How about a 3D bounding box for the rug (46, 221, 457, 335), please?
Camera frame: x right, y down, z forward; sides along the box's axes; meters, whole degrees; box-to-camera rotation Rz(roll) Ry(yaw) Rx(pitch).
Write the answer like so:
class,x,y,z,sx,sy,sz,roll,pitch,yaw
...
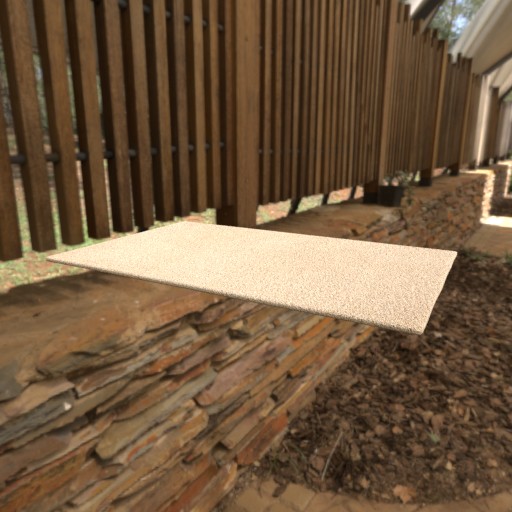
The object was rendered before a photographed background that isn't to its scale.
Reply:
class,x,y,z,sx,sy,sz,roll,pitch,yaw
rug,0.000,0.000,3.079,2.438,0.030,1.524,8,17,28
